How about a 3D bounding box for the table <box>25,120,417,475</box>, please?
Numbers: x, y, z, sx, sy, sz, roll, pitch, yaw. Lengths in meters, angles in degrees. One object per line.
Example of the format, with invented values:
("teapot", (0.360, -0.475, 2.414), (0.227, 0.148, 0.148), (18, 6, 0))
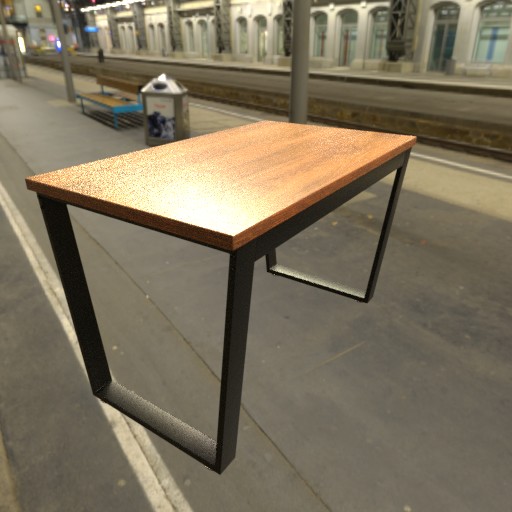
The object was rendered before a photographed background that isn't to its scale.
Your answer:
("table", (0.000, 0.000, 1.646), (0.714, 0.760, 1.205), (17, 30, 30))
